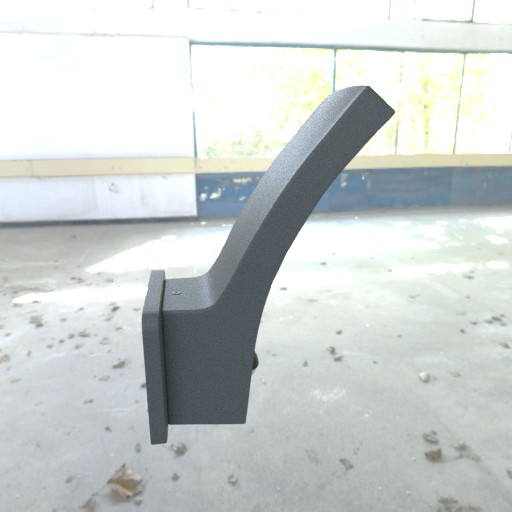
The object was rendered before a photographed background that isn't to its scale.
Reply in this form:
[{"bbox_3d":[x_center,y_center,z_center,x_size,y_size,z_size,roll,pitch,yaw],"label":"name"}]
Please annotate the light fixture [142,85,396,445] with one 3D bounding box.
[{"bbox_3d":[0.000,0.000,0.338,0.174,0.243,0.108,-3,16,-9],"label":"light fixture"}]
